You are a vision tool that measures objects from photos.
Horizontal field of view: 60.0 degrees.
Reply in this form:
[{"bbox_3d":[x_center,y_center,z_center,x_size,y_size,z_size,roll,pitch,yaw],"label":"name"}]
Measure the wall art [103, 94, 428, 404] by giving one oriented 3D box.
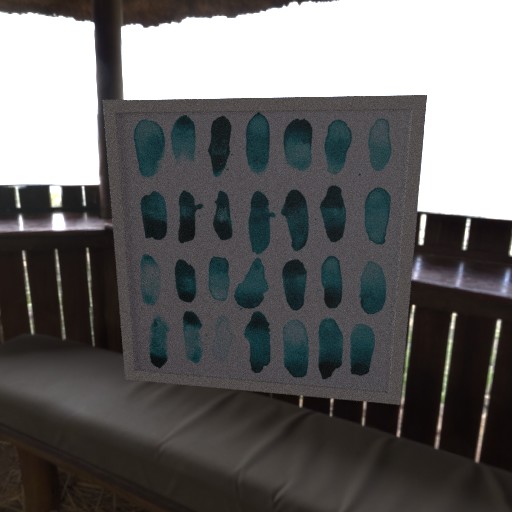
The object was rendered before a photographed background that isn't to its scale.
[{"bbox_3d":[0.000,0.000,0.826,0.558,0.559,0.009,2,14,9],"label":"wall art"}]
